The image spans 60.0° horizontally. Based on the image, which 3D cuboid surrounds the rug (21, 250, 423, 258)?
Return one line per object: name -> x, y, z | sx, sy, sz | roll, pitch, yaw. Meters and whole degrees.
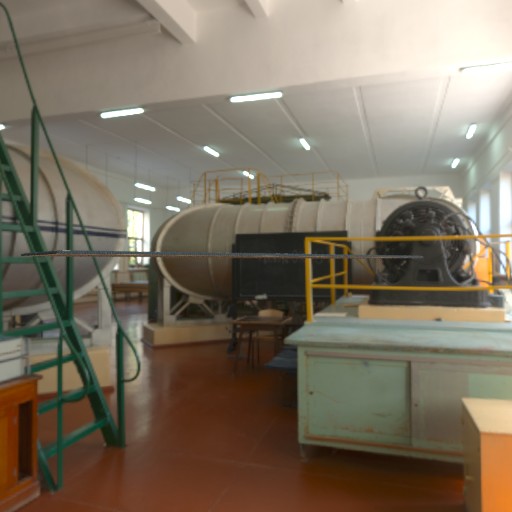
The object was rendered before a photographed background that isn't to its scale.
rug -> 0.000, 0.000, 2.510 | 2.276, 0.014, 0.678 | 1, -1, -37
